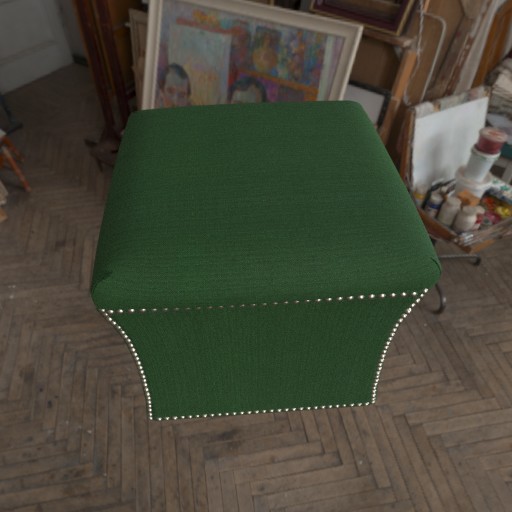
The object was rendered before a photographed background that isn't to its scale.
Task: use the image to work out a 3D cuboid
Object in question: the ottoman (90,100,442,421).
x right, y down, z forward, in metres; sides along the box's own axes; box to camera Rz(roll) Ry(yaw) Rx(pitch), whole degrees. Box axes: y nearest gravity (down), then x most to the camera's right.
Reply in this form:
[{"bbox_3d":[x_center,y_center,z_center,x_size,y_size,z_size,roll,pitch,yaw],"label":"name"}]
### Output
[{"bbox_3d":[0.000,0.000,0.908,0.507,0.475,0.497,-3,47,-3],"label":"ottoman"}]
